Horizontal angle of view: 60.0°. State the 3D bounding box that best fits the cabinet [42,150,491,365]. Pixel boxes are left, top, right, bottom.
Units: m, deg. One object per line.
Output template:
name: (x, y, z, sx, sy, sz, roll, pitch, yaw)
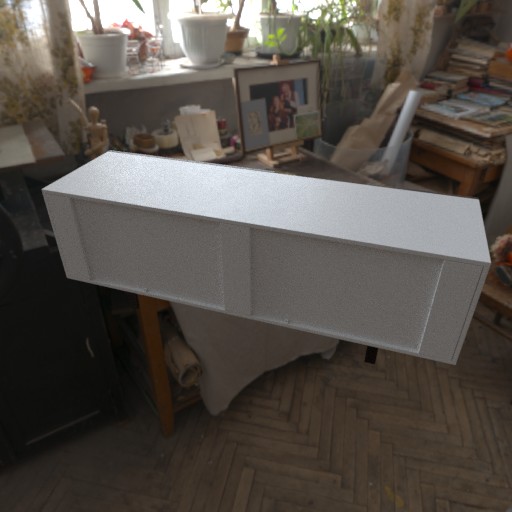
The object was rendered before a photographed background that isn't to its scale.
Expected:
cabinet: (0.000, 0.000, 1.725, 1.499, 0.533, 0.431, 10, 35, 15)
